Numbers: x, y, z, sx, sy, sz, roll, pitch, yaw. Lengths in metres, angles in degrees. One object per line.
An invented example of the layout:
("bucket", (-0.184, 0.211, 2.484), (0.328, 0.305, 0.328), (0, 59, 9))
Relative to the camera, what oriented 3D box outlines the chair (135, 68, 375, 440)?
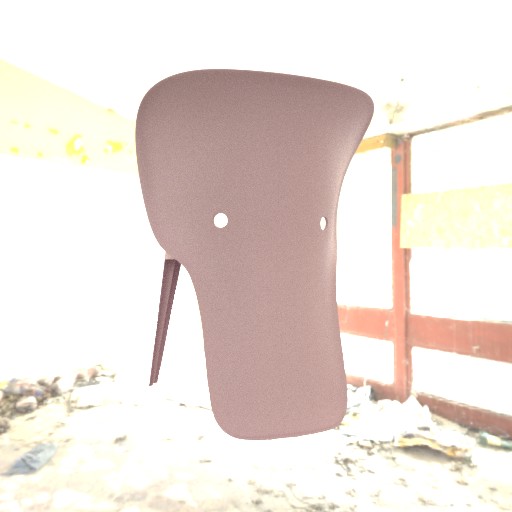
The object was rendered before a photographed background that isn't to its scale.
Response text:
("chair", (0.000, 0.000, 0.854), (0.451, 0.554, 0.402), (0, 0, -19))
